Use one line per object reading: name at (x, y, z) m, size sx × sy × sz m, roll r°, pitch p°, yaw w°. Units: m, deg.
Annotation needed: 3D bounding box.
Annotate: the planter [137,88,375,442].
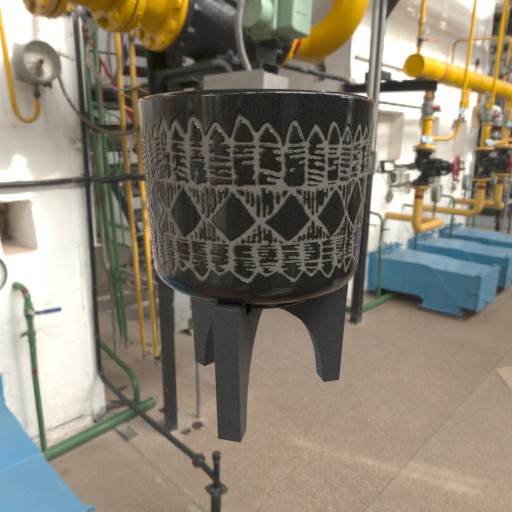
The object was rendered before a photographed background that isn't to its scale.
planter at (0.000, 0.000, 0.269) m, size 0.129 × 0.177 × 0.129 m, roll 0°, pitch 14°, yaw 0°
